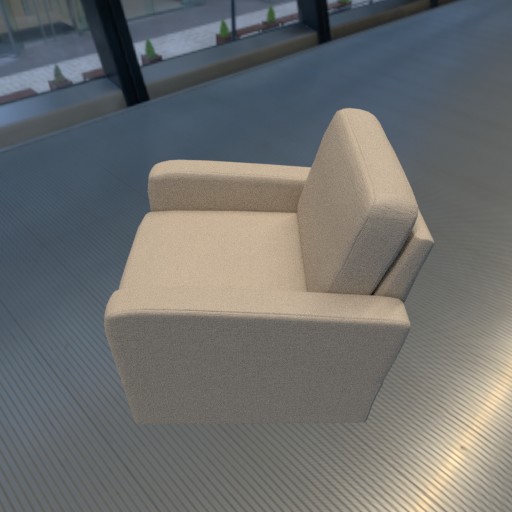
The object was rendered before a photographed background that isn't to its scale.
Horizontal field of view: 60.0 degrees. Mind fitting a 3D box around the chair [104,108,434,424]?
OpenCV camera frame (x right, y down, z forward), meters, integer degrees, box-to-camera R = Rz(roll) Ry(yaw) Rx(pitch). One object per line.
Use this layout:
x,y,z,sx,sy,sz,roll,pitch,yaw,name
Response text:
0.000,0.000,1.481,0.888,0.827,0.755,0,42,0,chair
